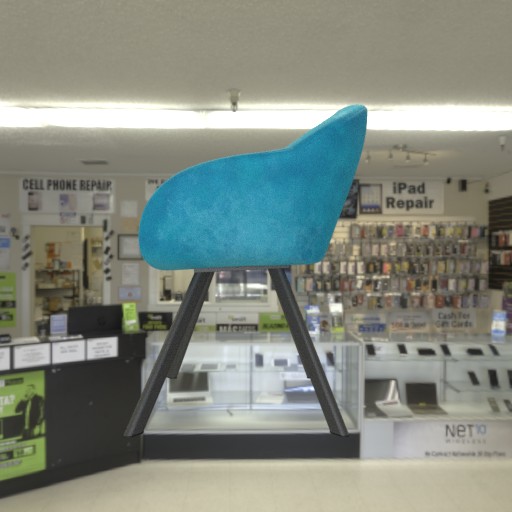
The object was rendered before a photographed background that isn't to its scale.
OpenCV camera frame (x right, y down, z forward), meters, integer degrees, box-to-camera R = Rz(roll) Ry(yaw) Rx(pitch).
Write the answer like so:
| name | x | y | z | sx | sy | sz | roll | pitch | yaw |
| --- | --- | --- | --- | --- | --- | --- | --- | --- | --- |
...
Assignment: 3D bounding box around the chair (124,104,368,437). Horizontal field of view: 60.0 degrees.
| name | x | y | z | sx | sy | sz | roll | pitch | yaw |
| --- | --- | --- | --- | --- | --- | --- | --- | --- | --- |
| chair | 0.000 | 0.000 | 1.218 | 0.590 | 0.795 | 0.550 | 0 | 0 | 0 |
